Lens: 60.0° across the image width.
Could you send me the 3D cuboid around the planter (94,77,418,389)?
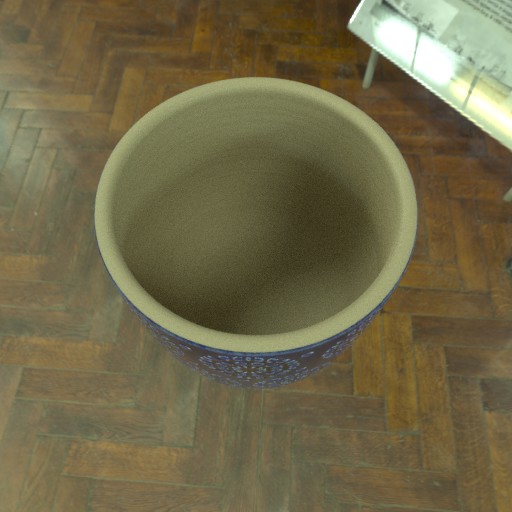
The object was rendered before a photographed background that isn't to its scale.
[{"bbox_3d":[0.000,0.000,0.290,0.165,0.149,0.165,0,65,0],"label":"planter"}]
